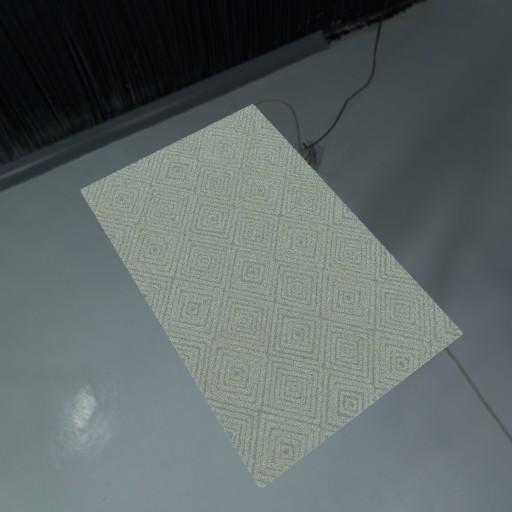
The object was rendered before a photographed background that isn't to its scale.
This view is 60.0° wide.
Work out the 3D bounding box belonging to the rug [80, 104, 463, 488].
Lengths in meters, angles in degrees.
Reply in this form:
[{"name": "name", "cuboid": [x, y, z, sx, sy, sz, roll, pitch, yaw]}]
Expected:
[{"name": "rug", "cuboid": [0.000, 0.000, 2.247, 1.143, 0.008, 1.753, -31, 67, -15]}]
